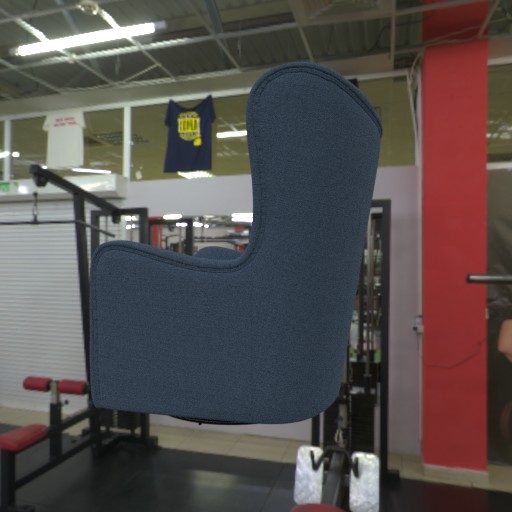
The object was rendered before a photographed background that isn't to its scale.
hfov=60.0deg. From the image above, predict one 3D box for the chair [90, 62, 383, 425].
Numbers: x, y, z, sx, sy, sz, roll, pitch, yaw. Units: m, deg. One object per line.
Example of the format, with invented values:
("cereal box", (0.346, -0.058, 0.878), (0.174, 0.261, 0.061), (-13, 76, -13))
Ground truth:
("chair", (0.000, 0.000, 1.686), (0.930, 1.079, 0.831), (0, -1, 19))
